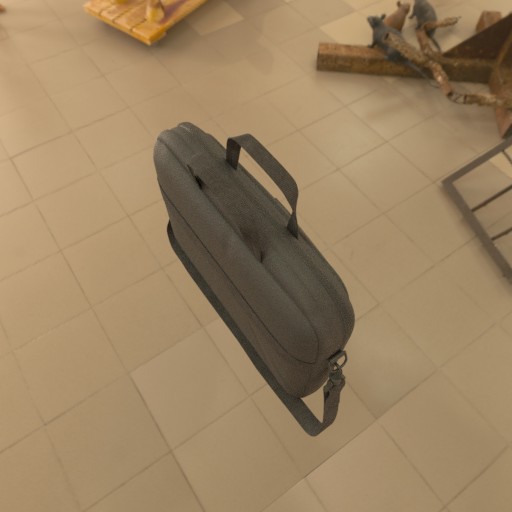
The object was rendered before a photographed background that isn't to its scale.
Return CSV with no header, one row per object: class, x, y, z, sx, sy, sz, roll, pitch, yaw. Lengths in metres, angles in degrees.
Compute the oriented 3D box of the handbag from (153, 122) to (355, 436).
handbag,0.000,0.000,0.439,0.089,0.244,0.320,-31,64,-17
